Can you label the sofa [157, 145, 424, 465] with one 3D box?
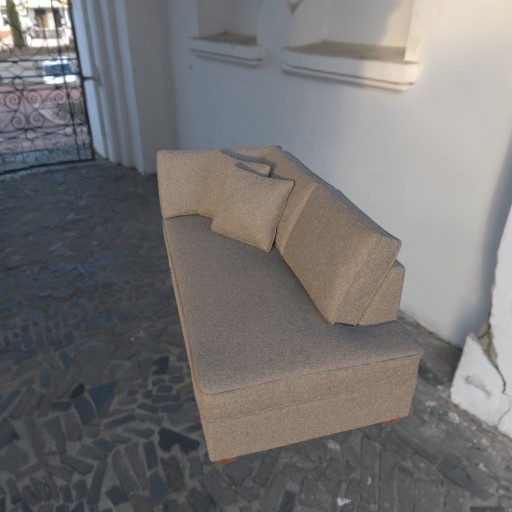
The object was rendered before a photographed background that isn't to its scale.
[{"bbox_3d":[0.000,0.000,2.905,1.110,1.033,2.237,-8,30,-13],"label":"sofa"}]
